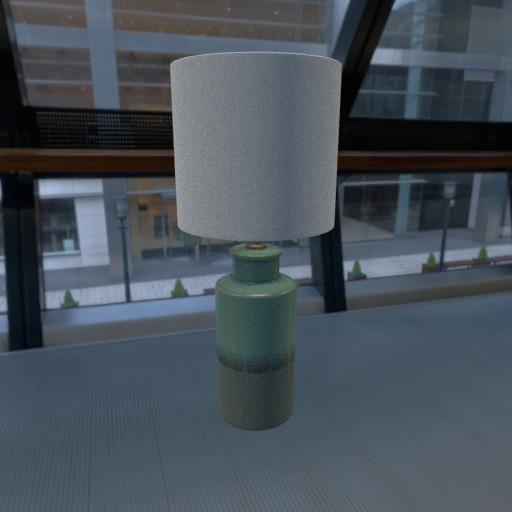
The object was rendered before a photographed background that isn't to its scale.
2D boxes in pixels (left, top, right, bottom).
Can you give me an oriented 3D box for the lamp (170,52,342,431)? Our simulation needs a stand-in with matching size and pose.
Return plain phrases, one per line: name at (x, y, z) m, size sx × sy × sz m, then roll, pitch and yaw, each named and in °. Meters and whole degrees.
lamp at (0.000, 0.000, 0.622) m, size 0.212 × 0.493 × 0.212 m, roll 7°, pitch 17°, yaw 25°
